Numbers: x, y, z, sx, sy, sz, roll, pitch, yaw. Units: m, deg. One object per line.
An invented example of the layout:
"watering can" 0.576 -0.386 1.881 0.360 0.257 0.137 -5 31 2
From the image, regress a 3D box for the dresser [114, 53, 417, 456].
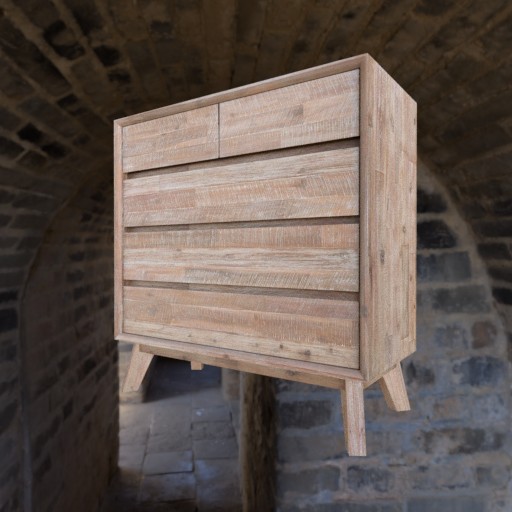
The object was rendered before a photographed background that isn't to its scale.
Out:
"dresser" 0.000 0.000 1.589 0.998 1.029 0.455 0 1 35
